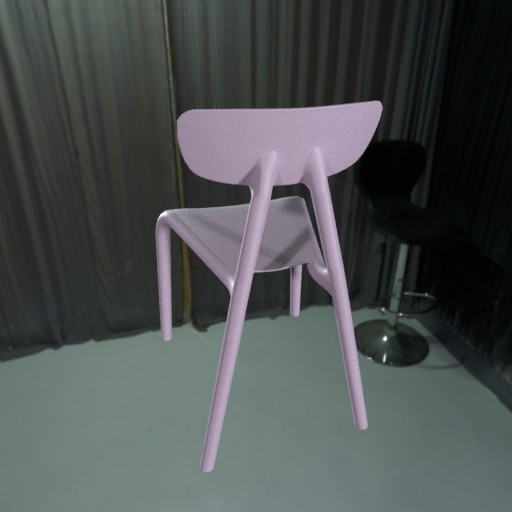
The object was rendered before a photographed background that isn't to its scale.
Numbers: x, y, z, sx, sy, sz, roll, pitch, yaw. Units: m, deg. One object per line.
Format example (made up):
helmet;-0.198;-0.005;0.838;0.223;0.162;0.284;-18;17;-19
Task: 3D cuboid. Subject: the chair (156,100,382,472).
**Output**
chair;0.000;0.000;0.823;0.356;0.580;0.401;-8;28;-16
